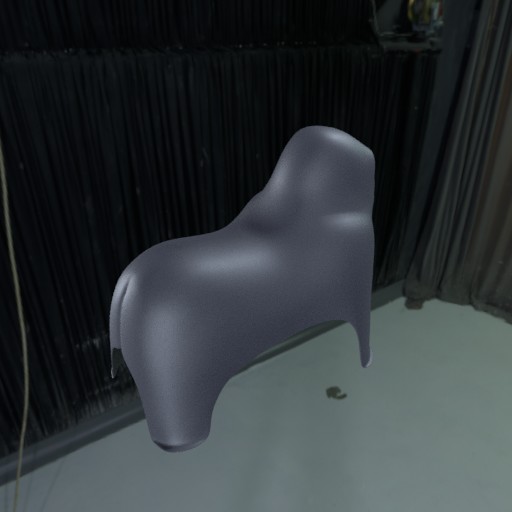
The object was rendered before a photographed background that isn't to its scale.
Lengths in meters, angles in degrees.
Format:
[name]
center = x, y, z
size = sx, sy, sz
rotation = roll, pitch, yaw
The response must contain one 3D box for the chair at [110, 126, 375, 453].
[chair]
center = 0.000, 0.000, 1.134
size = 0.758, 0.600, 0.490
rotation = -19, 33, -32
